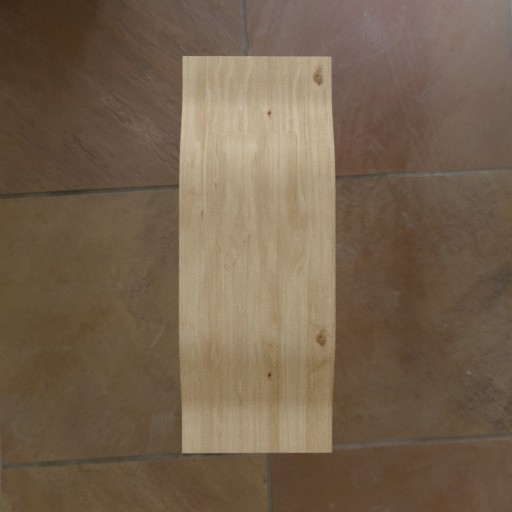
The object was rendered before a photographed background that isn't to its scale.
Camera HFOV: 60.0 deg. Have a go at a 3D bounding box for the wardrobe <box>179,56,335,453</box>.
[{"bbox_3d":[0.000,0.000,2.538,0.570,1.870,1.500,0,89,0],"label":"wardrobe"}]
